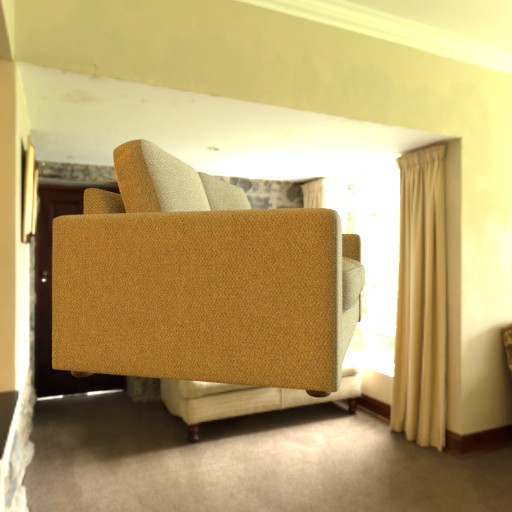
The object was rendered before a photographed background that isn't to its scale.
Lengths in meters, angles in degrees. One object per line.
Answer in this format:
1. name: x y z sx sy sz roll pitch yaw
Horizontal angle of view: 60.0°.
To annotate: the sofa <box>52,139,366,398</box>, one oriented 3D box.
1. sofa: 0.000 0.000 2.162 1.016 0.873 1.616 0 0 16
